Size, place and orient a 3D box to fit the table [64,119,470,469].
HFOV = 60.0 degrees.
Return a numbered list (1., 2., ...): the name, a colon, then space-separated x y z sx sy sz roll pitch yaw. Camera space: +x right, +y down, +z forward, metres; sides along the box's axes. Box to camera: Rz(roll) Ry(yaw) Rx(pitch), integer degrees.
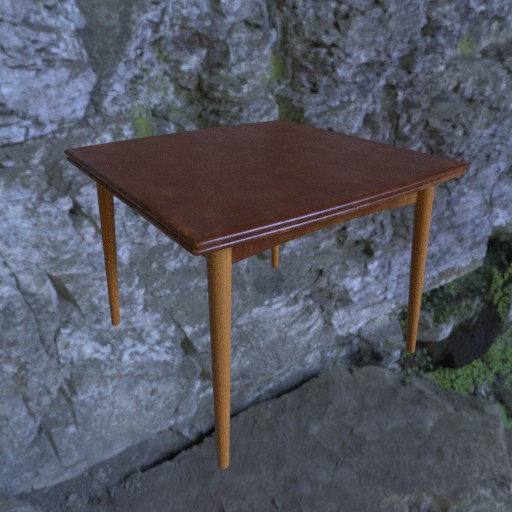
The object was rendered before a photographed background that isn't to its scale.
1. table: 0.000 0.000 1.647 0.991 0.754 0.991 -18 32 -32
